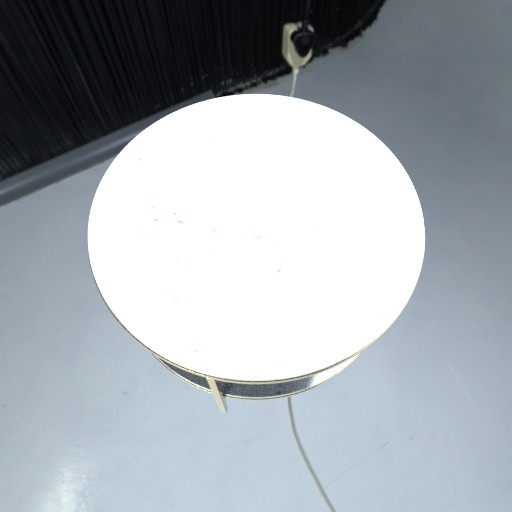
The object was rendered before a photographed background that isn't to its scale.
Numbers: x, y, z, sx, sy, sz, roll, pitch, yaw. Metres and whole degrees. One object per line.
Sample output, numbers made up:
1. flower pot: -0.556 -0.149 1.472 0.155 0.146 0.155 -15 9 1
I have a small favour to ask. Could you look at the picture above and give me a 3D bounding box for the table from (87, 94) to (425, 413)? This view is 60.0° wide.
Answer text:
1. table: 0.000 0.000 1.258 0.800 0.450 0.800 0 62 0
